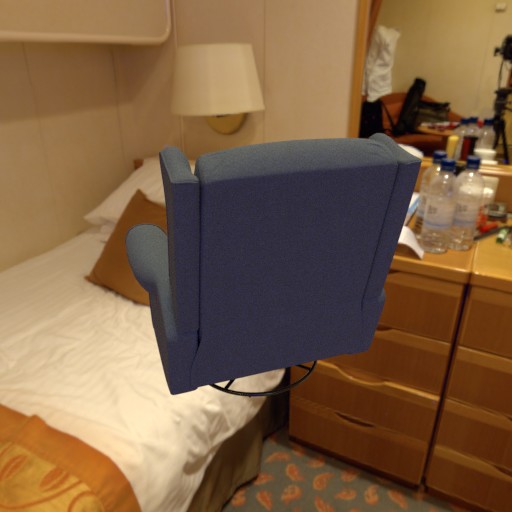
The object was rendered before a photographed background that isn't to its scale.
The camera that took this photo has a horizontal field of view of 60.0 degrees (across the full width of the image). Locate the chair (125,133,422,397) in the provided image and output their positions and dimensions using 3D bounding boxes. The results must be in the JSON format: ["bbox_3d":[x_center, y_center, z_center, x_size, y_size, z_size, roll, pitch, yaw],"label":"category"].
[{"bbox_3d":[0.000,0.000,1.767,0.971,1.020,0.877,-8,26,-17],"label":"chair"}]
